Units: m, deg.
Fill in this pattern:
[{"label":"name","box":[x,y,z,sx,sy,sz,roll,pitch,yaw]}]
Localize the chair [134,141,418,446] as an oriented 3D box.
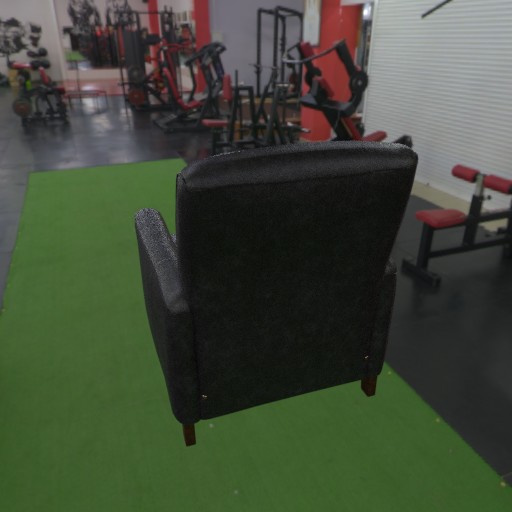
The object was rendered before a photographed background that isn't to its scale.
[{"label":"chair","box":[0.000,0.000,1.694,0.848,1.014,0.864,-9,27,-17]}]
